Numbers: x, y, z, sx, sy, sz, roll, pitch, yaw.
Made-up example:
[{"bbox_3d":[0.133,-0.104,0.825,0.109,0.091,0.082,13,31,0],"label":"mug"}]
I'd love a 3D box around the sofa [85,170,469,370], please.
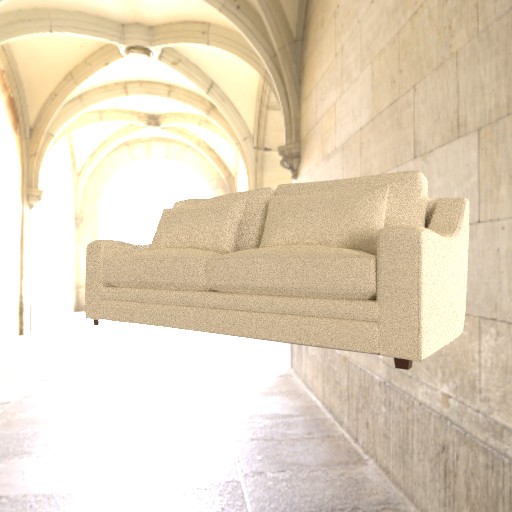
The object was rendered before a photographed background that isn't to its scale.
[{"bbox_3d":[0.000,0.000,2.990,2.470,1.022,1.009,0,-1,36],"label":"sofa"}]
